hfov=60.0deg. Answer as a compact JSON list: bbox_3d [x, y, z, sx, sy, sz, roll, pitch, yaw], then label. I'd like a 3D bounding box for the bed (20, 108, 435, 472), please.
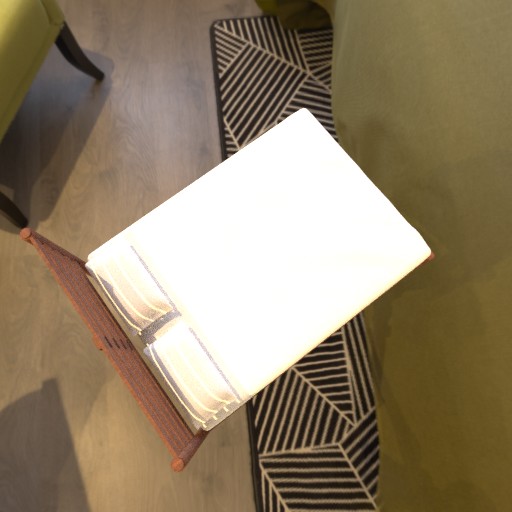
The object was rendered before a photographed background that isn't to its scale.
[{"bbox_3d":[0.000,0.000,3.023,2.093,1.304,1.509,-36,79,-8],"label":"bed"}]
